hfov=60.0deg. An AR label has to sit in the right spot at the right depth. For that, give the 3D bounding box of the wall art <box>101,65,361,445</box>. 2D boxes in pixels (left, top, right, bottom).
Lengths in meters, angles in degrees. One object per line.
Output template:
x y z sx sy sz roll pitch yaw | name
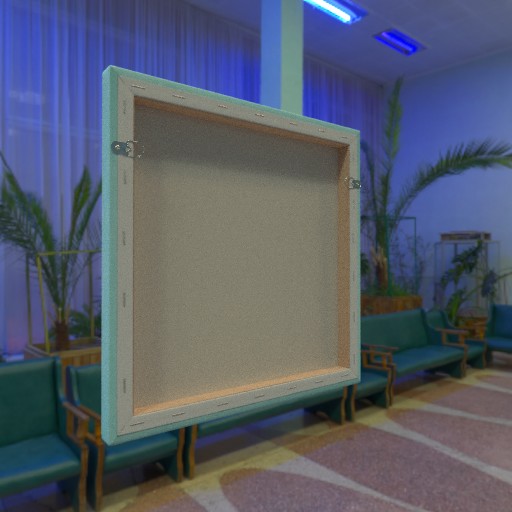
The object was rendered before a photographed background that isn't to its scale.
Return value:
0.000 0.000 1.132 0.765 0.766 0.054 0 -1 -37 | wall art
